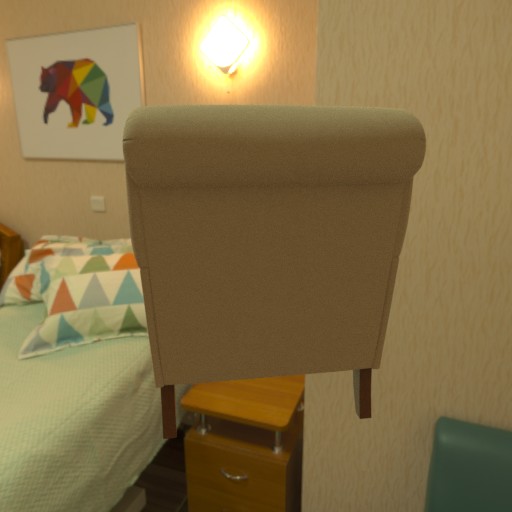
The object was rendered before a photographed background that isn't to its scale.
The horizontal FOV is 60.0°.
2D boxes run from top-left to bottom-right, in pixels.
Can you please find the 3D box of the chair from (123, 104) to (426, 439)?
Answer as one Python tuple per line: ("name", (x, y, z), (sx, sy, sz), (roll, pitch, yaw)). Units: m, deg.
("chair", (0.000, 0.000, 1.521), (0.766, 0.942, 0.842), (-2, 15, -9))
